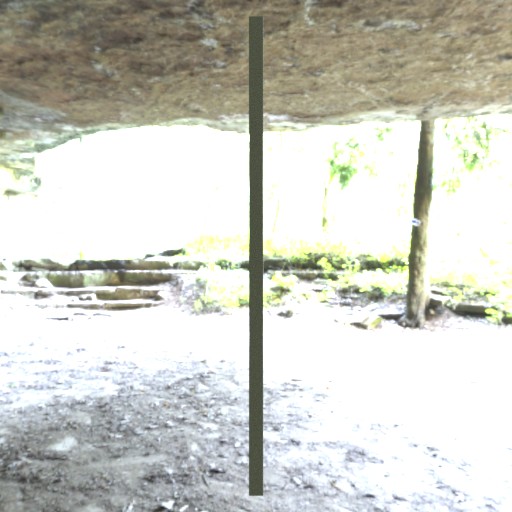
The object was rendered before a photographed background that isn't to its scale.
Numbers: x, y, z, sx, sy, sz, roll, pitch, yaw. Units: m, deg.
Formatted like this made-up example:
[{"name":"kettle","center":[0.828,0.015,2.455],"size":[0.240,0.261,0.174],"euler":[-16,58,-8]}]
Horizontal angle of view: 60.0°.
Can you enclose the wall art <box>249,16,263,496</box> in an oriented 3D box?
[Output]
[{"name":"wall art","center":[0.000,0.000,0.552],"size":[0.013,0.433,0.303],"euler":[0,0,0]}]
